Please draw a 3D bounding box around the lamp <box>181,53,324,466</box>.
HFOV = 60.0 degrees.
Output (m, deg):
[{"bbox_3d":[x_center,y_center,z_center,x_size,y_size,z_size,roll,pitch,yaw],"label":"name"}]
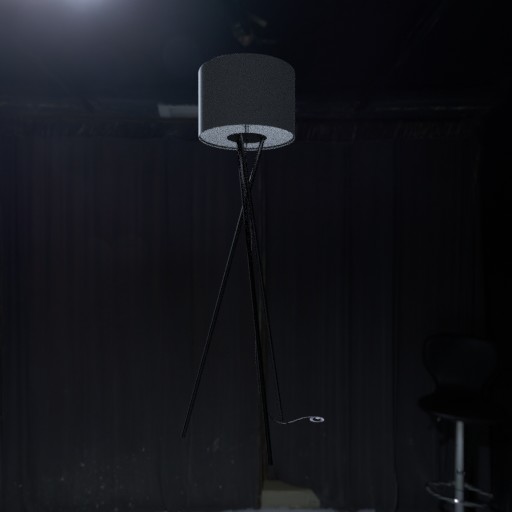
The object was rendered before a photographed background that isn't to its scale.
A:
[{"bbox_3d":[0.000,0.000,1.962,0.667,1.624,0.522,0,0,0],"label":"lamp"}]
